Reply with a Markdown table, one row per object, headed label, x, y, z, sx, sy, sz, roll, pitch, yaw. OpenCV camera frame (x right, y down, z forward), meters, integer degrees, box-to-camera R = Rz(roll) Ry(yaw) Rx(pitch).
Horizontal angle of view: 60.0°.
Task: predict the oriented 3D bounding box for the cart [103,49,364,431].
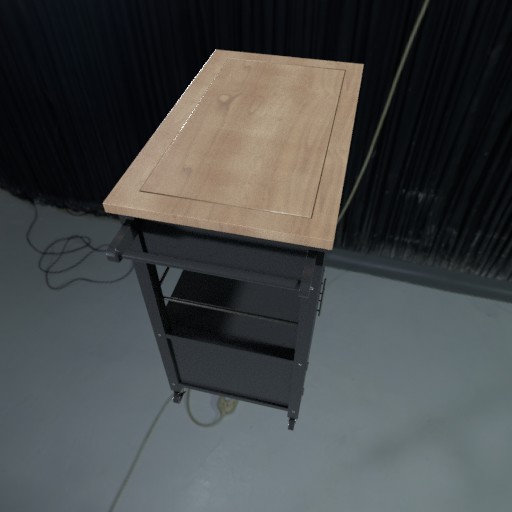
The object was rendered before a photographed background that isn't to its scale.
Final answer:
| label | x | y | z | sx | sy | sz | roll | pitch | yaw |
| --- | --- | --- | --- | --- | --- | --- | --- | --- | --- |
| cart | 0.000 | 0.000 | 1.396 | 0.459 | 0.901 | 0.840 | 10 | 48 | 9 |
